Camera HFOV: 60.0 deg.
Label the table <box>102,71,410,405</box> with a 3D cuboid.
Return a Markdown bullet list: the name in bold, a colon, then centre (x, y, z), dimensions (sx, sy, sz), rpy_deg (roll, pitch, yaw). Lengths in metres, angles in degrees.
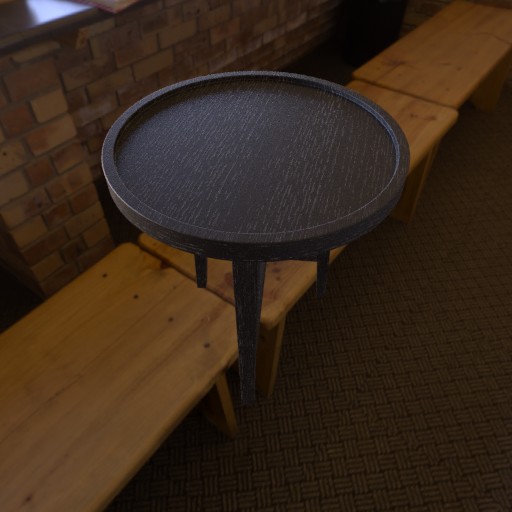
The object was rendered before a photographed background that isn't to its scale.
- **table**: centre (0.000, 0.000, 0.755), dimensions (0.399, 0.460, 0.399), rpy_deg (0, 47, 0)
